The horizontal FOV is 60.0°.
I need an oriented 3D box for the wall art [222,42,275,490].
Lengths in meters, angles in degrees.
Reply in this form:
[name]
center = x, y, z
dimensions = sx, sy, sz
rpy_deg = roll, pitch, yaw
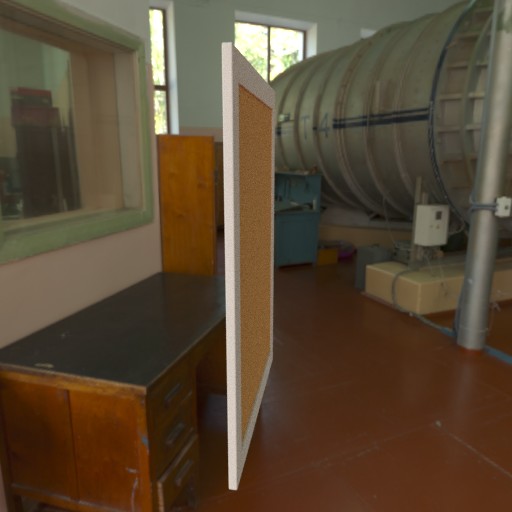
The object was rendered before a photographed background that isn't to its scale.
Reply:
[wall art]
center = 0.000, 0.000, 0.687
dimensions = 0.012, 0.529, 0.374
rpy_deg = 2, 13, 9
